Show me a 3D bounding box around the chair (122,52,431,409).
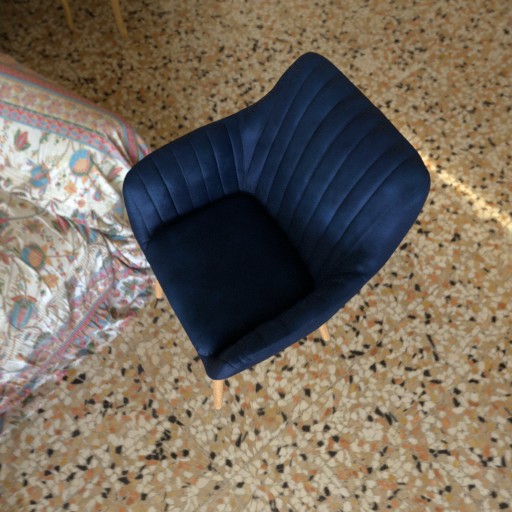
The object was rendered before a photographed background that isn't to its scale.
[{"bbox_3d":[0.000,0.000,1.203,0.573,0.826,0.578,-28,67,-13],"label":"chair"}]
